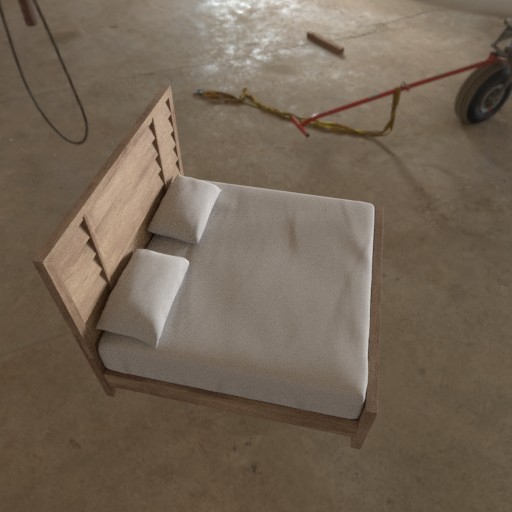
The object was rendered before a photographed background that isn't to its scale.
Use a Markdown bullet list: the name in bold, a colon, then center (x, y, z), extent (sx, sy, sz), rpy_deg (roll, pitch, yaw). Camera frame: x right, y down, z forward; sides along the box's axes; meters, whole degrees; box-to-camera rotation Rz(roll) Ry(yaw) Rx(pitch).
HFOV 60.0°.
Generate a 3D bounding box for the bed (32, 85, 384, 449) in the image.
- **bed**: center (0.000, 0.000, 3.501), extent (2.032, 1.626, 2.032), rpy_deg (9, 48, 8)
